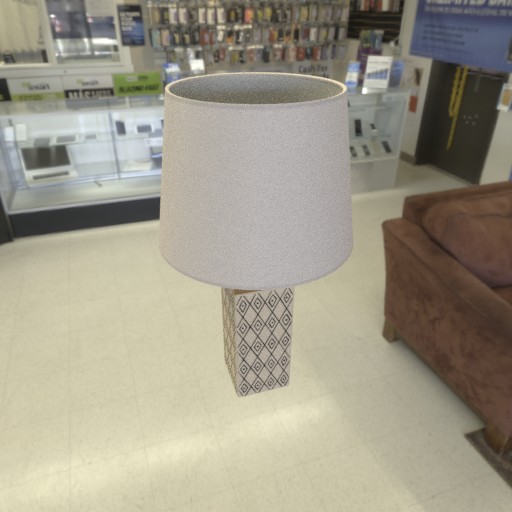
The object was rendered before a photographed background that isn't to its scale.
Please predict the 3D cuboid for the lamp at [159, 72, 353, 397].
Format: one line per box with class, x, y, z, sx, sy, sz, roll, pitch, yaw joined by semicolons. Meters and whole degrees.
lamp;0.000;0.000;0.599;0.251;0.435;0.251;0;30;0
